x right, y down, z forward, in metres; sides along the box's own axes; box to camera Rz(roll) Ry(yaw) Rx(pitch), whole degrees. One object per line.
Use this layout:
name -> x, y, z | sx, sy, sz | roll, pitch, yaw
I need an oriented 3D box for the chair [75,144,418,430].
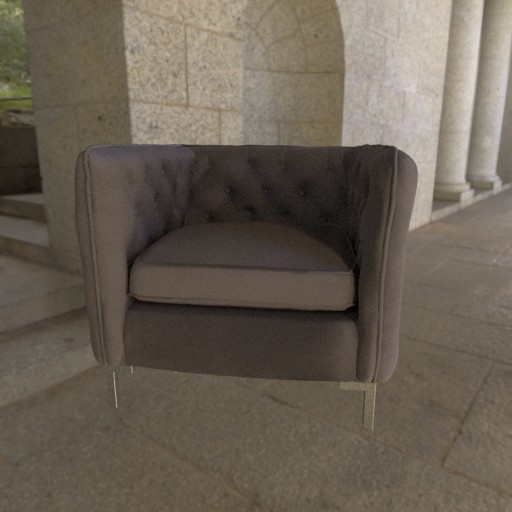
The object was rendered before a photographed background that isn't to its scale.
chair -> 0.000, 0.000, 1.645 | 0.946, 0.807, 0.913 | 2, 14, 8
